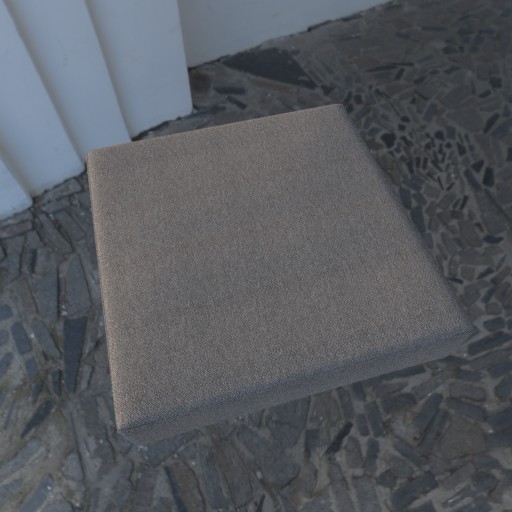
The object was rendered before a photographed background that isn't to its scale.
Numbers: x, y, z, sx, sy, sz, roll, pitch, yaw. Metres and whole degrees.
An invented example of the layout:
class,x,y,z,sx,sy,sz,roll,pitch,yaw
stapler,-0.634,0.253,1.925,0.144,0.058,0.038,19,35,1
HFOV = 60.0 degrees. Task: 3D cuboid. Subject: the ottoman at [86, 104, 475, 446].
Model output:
class,x,y,z,sx,sy,sz,roll,pitch,yaw
ottoman,0.000,0.000,1.495,0.970,0.378,0.981,-13,58,-8
